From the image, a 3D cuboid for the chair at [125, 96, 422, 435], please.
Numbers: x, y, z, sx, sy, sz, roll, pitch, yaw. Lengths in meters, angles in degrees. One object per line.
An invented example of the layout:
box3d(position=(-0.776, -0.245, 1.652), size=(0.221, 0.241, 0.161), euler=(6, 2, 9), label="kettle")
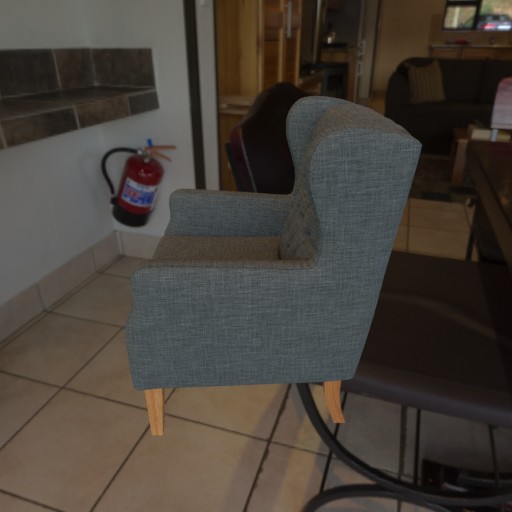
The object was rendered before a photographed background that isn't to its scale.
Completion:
box3d(position=(0.000, 0.000, 1.488), size=(0.775, 0.953, 0.711), euler=(0, 26, -1), label="chair")
